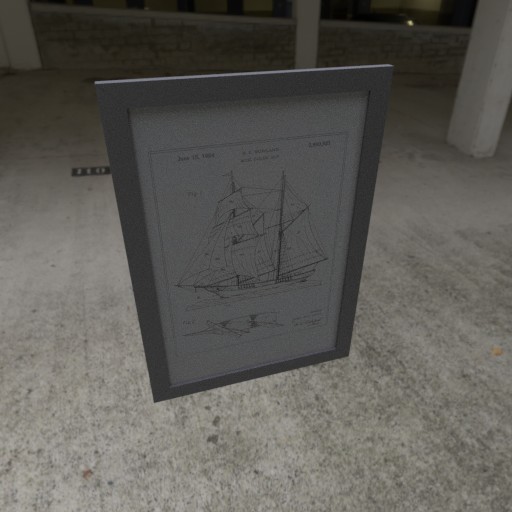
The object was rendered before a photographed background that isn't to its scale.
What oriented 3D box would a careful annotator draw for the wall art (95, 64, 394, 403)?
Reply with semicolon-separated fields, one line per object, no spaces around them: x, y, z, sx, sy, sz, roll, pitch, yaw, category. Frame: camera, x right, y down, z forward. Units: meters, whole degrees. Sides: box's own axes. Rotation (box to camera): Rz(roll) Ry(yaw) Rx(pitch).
0.000;0.000;0.688;0.380;0.534;0.013;-10;34;-15;wall art
